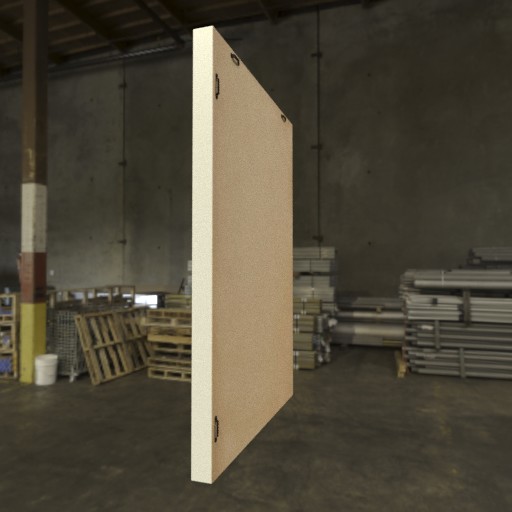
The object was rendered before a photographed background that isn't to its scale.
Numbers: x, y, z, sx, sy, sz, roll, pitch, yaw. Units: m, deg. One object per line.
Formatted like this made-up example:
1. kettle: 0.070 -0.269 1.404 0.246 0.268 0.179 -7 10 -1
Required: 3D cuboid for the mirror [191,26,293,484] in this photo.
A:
1. mirror: 0.000 0.000 0.931 0.040 0.710 0.507 -1 -2 19
